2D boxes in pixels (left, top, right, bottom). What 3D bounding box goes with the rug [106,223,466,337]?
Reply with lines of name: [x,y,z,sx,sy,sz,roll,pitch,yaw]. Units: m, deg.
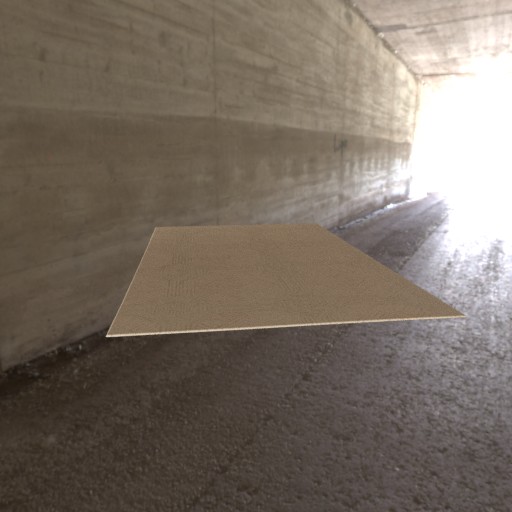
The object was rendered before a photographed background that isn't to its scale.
rug: [0.000,0.000,3.009,1.524,0.008,2.440,-2,14,-8]
